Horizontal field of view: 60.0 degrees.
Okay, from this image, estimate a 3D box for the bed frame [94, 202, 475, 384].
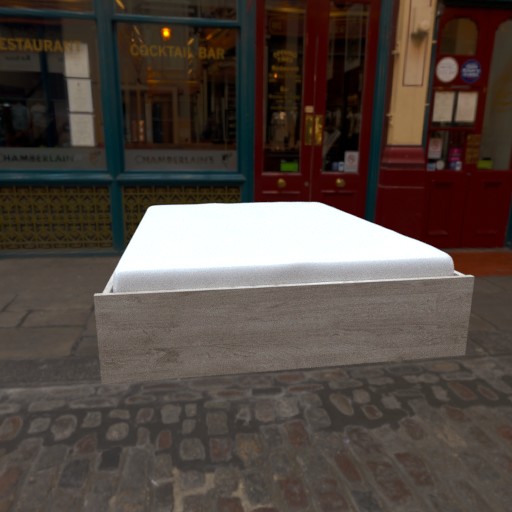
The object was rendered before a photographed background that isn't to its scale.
[{"bbox_3d":[0.000,0.000,2.657,1.490,0.462,1.950,-2,14,-9],"label":"bed frame"}]
